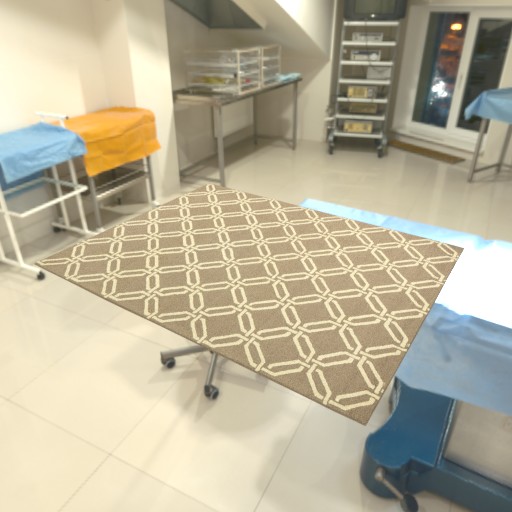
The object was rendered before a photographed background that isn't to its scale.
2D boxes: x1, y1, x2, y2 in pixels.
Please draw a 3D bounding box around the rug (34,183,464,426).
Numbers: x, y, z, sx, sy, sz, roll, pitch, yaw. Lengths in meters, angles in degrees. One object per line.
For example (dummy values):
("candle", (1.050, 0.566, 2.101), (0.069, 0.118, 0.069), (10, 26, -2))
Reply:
("rug", (0.000, 0.000, 3.788), (2.895, 0.018, 2.288), (18, 34, 29))
